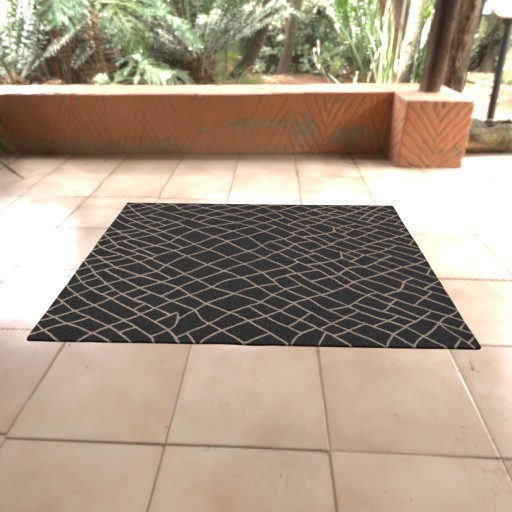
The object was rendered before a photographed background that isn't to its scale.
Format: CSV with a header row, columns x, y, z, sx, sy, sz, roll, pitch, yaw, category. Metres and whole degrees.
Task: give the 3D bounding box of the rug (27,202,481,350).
x,y,z,sx,sy,sz,roll,pitch,yaw,category
0.000,0.000,4.010,3.047,0.022,2.439,1,29,1,rug
